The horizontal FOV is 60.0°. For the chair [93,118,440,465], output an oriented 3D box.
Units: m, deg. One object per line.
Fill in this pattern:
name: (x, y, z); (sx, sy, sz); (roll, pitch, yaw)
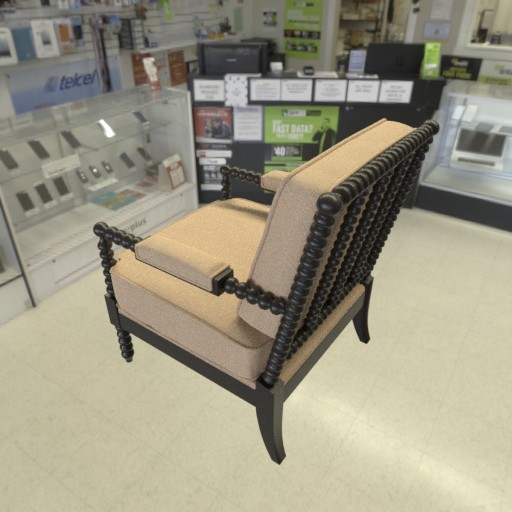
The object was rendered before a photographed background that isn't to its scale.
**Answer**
chair: (0.000, 0.000, 1.158); (0.657, 0.703, 0.555); (21, 38, 29)
